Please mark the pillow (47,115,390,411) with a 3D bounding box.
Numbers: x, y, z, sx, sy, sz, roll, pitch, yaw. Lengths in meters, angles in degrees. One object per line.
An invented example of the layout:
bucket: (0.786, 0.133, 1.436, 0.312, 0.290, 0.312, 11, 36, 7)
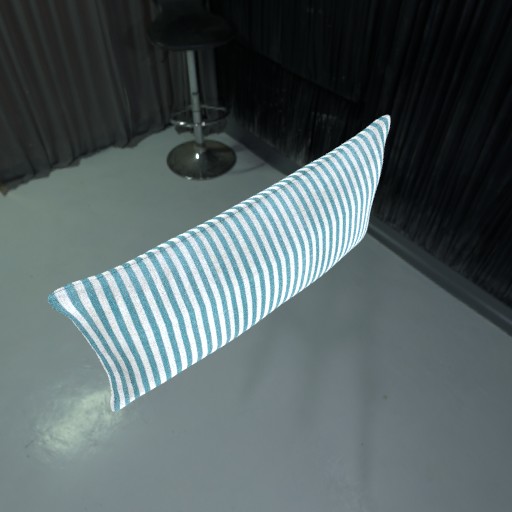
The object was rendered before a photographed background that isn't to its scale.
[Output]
pillow: (0.000, 0.000, 0.737, 0.617, 0.295, 0.151, -32, 54, -27)
